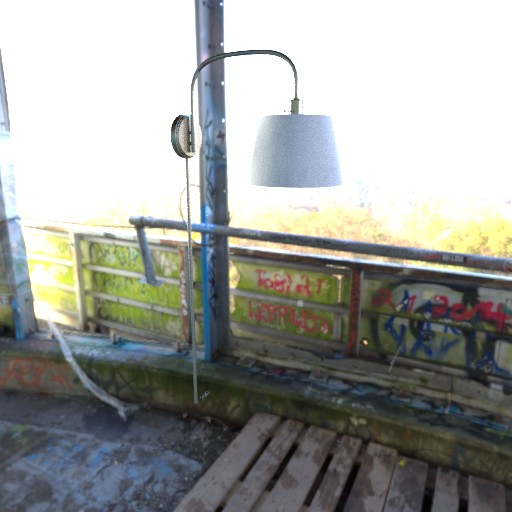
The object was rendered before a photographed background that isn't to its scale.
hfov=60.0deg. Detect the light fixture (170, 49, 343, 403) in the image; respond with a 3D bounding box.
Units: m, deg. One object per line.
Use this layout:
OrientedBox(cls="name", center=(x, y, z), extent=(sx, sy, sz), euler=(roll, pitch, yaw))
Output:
OrientedBox(cls="light fixture", center=(0.000, 0.000, 0.464), extent=(0.176, 0.399, 0.092), euler=(8, 16, 27))
